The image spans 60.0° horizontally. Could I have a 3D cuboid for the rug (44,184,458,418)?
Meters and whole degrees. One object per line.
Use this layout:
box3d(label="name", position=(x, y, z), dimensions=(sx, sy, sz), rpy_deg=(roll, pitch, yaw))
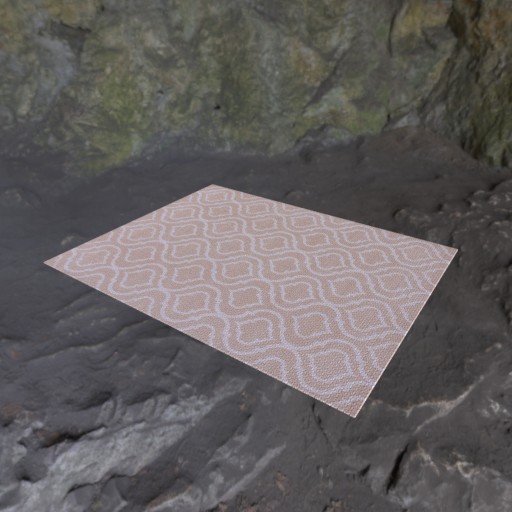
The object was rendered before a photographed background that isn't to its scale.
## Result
box3d(label="rug", position=(0.000, 0.000, 3.940), dimensions=(2.894, 0.013, 2.286), rpy_deg=(19, 35, 30))
